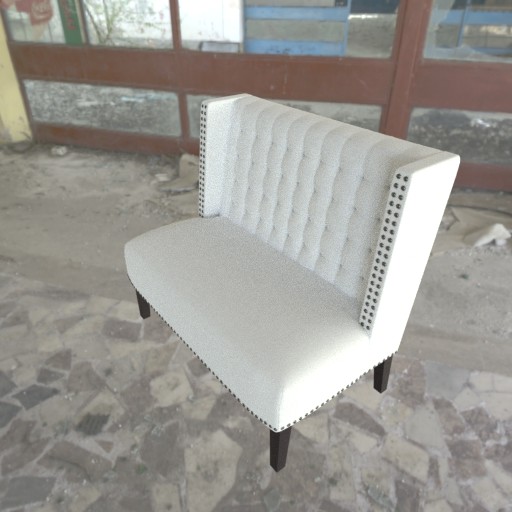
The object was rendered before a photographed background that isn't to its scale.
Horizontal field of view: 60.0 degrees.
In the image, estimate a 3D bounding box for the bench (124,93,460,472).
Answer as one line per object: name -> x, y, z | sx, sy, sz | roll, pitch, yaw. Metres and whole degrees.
bench -> 0.000, 0.000, 2.038 | 0.847, 1.123, 1.280 | -23, 38, -31
